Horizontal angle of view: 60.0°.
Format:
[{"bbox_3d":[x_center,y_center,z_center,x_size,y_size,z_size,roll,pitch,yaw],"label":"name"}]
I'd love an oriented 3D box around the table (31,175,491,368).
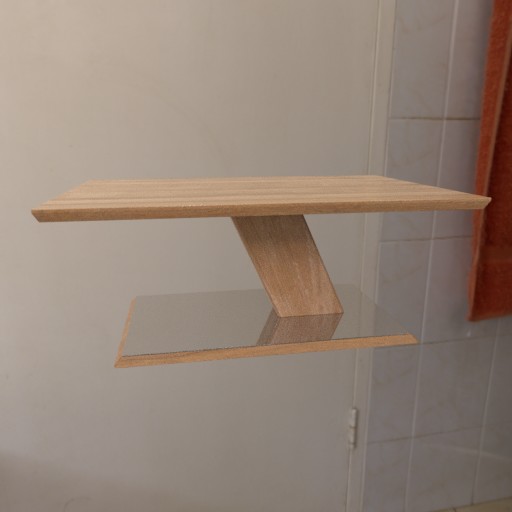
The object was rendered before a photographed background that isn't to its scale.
[{"bbox_3d":[0.000,0.000,1.426,1.100,0.441,0.692,-3,15,-10],"label":"table"}]
